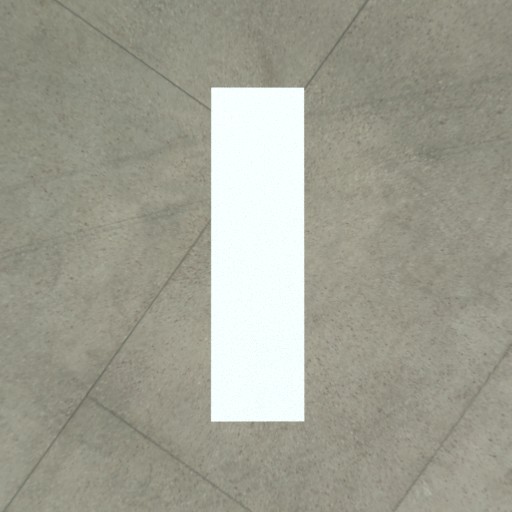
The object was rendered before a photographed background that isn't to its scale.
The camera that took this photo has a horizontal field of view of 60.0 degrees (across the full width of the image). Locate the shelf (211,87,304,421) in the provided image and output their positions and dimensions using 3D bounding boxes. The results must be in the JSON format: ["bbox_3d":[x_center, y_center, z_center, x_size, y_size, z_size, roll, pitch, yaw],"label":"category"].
[{"bbox_3d":[0.000,0.000,2.006,0.250,1.650,0.890,0,90,0],"label":"shelf"}]
